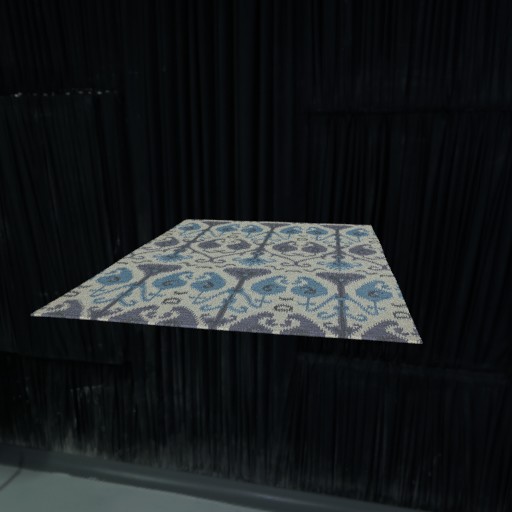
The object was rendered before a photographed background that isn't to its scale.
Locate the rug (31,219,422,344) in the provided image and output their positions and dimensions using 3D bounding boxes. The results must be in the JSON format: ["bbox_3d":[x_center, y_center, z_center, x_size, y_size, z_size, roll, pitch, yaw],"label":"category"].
[{"bbox_3d":[0.000,0.000,2.914,1.676,0.013,2.261,3,16,9],"label":"rug"}]
